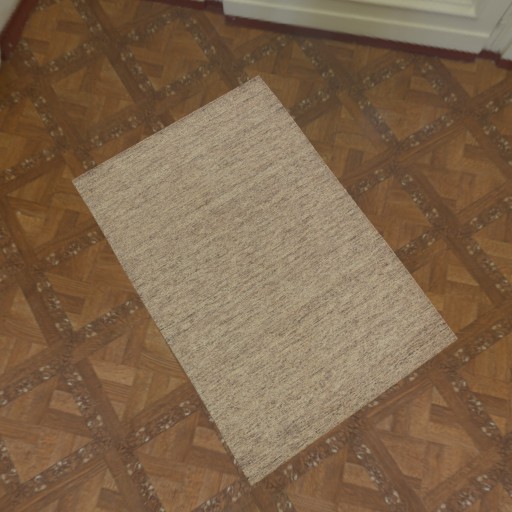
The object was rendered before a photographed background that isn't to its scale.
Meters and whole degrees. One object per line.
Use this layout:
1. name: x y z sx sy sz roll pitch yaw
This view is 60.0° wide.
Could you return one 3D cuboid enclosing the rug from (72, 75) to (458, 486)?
1. rug: 0.000 0.000 2.915 1.547 0.013 2.283 -32 78 -8
